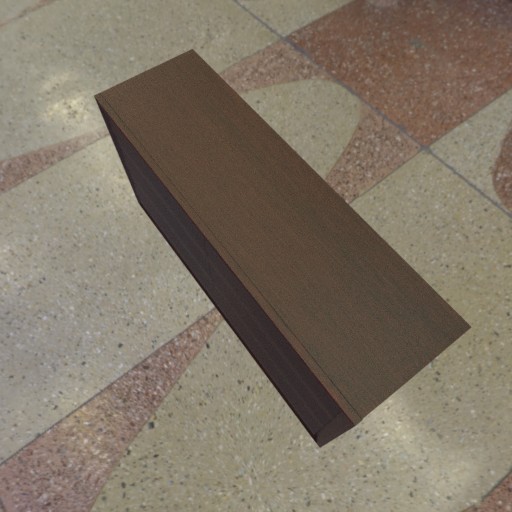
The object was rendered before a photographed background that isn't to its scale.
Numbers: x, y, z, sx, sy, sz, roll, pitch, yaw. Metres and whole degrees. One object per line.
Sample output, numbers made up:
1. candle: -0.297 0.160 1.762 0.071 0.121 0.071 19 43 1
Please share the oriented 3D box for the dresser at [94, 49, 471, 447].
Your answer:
1. dresser: 0.000 0.000 2.046 0.499 0.971 1.609 -33 67 -16
